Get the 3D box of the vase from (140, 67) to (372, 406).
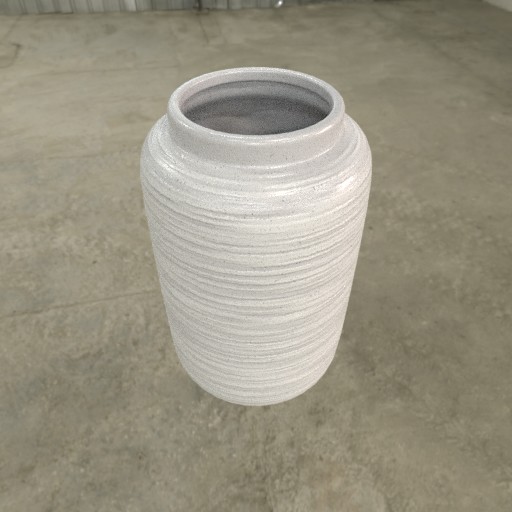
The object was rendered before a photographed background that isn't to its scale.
[{"bbox_3d":[0.000,0.000,0.460,0.202,0.335,0.202,0,42,0],"label":"vase"}]
